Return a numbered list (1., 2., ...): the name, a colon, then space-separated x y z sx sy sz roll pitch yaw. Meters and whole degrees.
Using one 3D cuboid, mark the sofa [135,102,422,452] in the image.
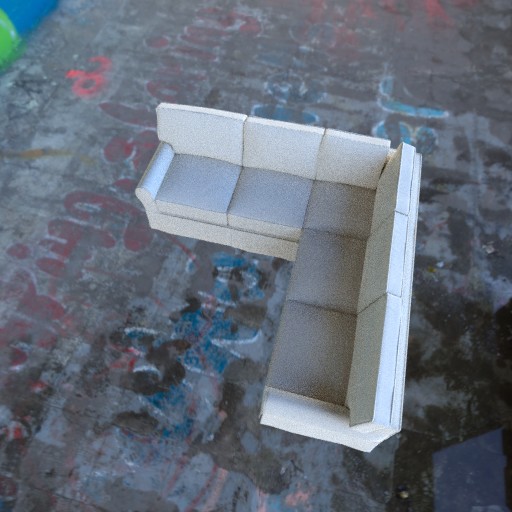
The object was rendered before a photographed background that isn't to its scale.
1. sofa: 0.000 0.000 3.950 2.591 1.070 2.597 12 60 7
